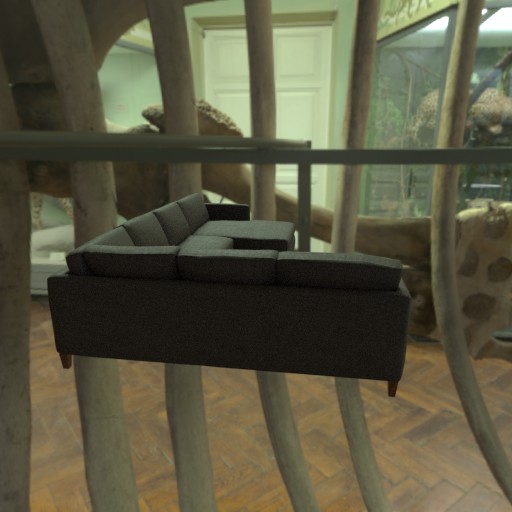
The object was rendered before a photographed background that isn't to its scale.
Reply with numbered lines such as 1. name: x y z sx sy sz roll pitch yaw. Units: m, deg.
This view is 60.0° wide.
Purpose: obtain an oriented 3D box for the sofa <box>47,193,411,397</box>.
1. sofa: 0.000 0.000 4.710 2.594 0.961 3.460 2 16 9
